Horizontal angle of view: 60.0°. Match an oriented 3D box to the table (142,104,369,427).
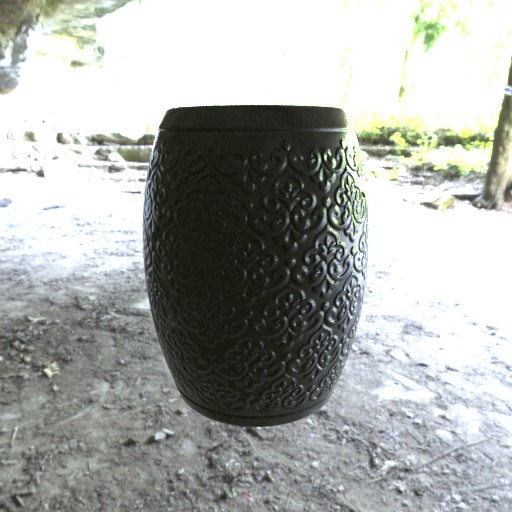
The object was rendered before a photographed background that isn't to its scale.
[{"bbox_3d":[0.000,0.000,0.628,0.309,0.397,0.309,0,16,0],"label":"table"}]
